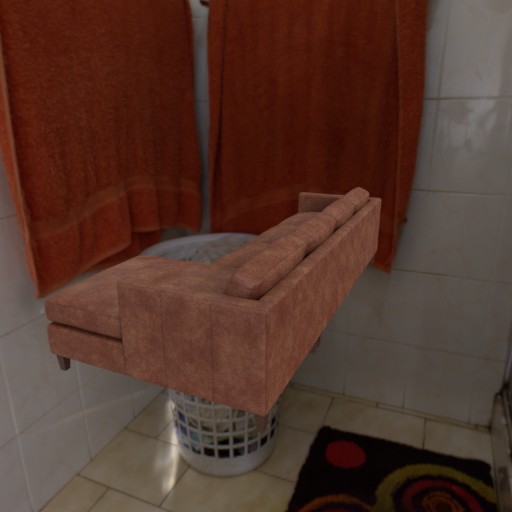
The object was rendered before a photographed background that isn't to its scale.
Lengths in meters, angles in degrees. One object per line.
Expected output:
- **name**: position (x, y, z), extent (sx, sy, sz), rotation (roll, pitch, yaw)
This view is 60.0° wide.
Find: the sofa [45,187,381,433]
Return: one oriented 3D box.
- **sofa**: position (0.000, 0.000, 3.908), extent (1.581, 0.883, 3.203), rotation (8, 20, 23)
